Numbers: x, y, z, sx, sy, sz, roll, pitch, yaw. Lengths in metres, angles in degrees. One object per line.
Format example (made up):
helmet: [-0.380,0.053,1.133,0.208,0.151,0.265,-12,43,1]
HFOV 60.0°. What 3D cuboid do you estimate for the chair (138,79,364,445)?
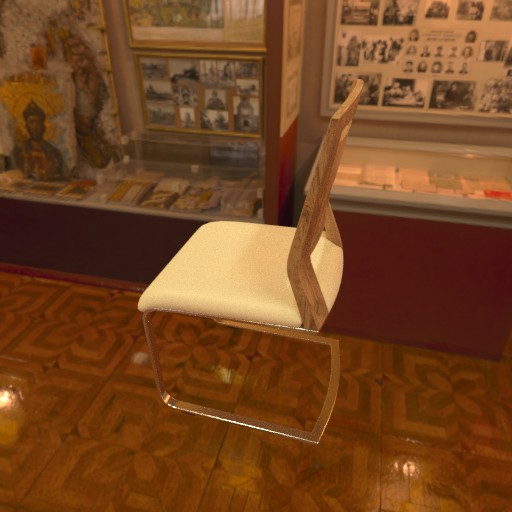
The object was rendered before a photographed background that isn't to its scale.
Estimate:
chair: [0.000,0.000,1.283,0.561,0.955,0.457,9,32,14]
